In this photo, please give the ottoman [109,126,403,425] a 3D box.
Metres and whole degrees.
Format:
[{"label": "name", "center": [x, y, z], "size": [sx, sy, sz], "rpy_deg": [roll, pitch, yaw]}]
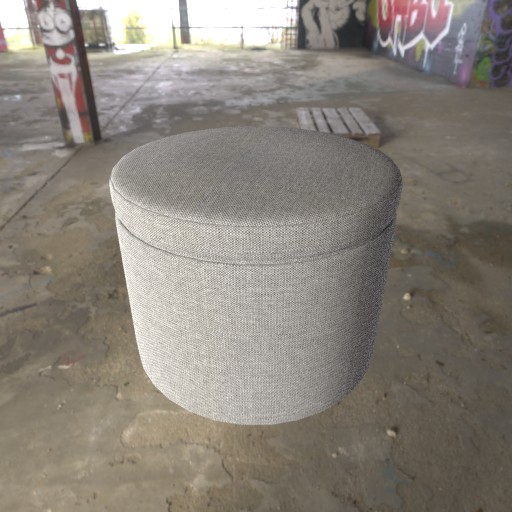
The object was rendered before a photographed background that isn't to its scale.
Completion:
[{"label": "ottoman", "center": [0.000, 0.000, 0.874], "size": [0.500, 0.419, 0.500], "rpy_deg": [0, 30, 0]}]
